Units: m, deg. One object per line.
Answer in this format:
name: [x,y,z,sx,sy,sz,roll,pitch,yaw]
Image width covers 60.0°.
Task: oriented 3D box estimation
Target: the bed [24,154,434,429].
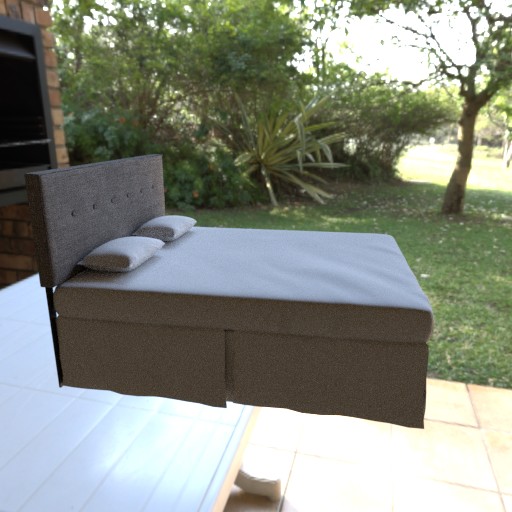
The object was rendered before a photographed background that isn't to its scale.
bed: [0.000,0.000,2.847,1.958,1.168,1.621,3,17,9]
